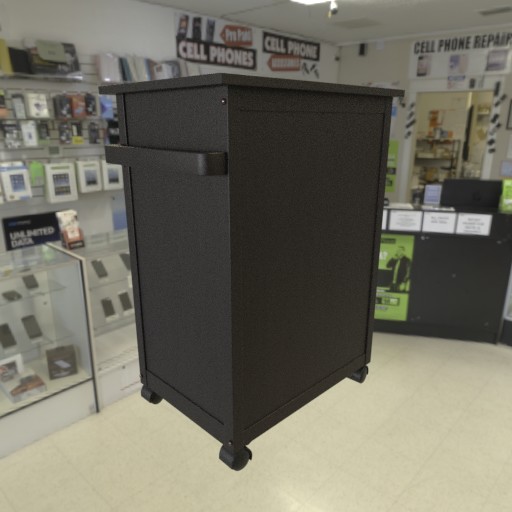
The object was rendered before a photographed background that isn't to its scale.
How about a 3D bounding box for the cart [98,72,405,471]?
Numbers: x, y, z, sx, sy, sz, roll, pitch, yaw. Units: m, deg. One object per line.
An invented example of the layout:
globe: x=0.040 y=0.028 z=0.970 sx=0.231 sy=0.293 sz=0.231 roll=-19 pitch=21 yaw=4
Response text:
cart: x=0.000 y=0.000 z=1.238 sx=0.660 sy=0.879 sz=0.456 roll=-16 pitch=23 yaw=-42
